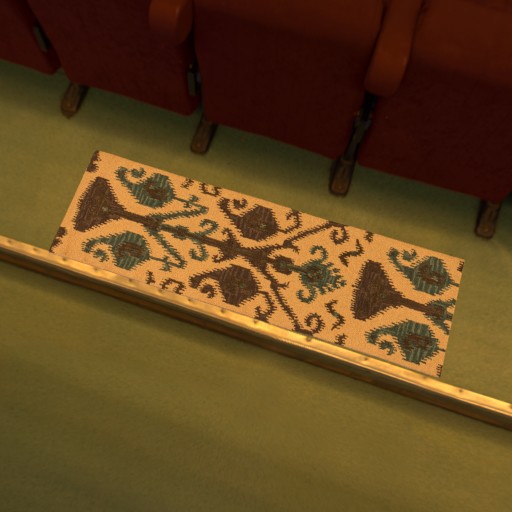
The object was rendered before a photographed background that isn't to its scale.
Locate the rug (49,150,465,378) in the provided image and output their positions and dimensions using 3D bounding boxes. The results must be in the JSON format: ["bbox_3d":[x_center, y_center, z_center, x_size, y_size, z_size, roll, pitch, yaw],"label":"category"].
[{"bbox_3d":[0.000,0.000,2.551,2.301,0.017,0.692,17,76,5],"label":"rug"}]
